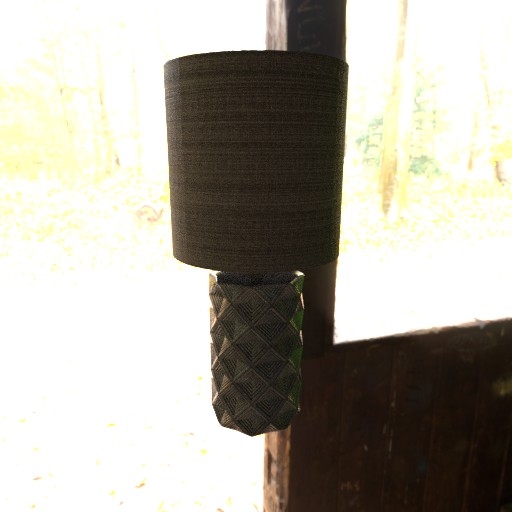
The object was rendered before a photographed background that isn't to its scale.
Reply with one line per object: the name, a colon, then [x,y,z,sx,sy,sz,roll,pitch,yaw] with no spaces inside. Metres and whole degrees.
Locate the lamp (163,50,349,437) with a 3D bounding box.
lamp: [0.000,0.000,0.720,0.269,0.566,0.268,13,19,42]
